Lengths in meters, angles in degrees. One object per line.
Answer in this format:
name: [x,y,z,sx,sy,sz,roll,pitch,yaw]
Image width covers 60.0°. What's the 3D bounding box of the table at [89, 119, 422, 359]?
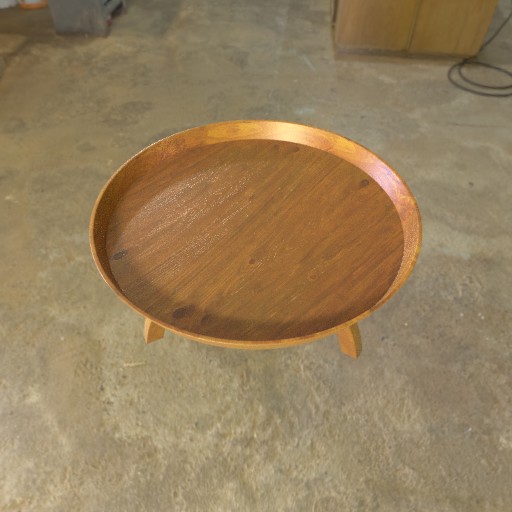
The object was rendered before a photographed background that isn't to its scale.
table: [0.000,0.000,1.534,1.016,0.470,1.016,0,46,0]
